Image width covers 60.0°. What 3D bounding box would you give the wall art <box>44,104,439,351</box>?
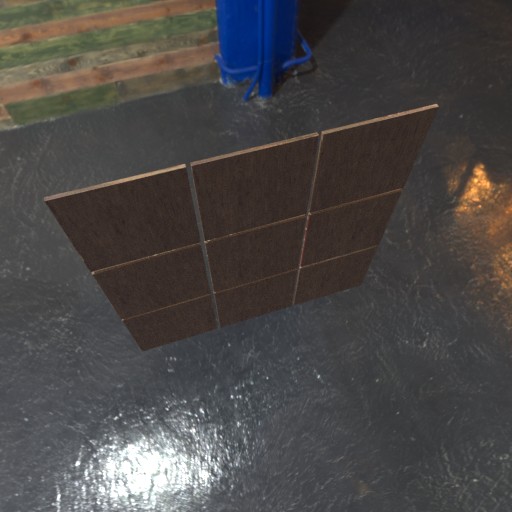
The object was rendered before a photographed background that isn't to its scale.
[{"bbox_3d":[0.000,0.000,1.823,1.215,1.213,0.013,-16,60,-9],"label":"wall art"}]
